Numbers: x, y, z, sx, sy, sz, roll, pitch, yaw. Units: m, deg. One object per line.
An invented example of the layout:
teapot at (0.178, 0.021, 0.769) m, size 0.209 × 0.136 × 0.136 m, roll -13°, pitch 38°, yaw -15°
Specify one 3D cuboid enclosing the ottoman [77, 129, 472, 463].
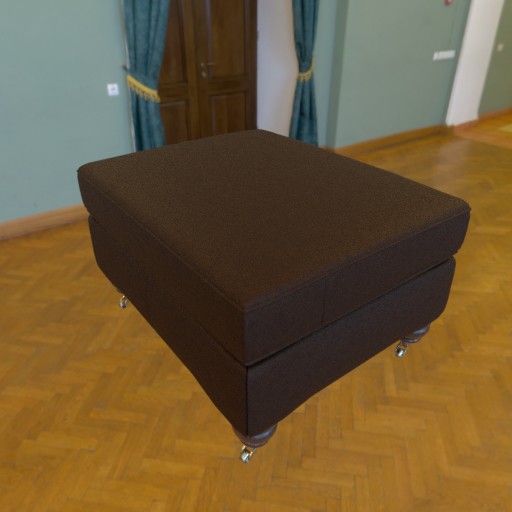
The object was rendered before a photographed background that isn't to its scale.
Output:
ottoman at (0.000, 0.000, 1.792) m, size 0.967 × 0.730 × 1.187 m, roll -21°, pitch 37°, yaw -31°
